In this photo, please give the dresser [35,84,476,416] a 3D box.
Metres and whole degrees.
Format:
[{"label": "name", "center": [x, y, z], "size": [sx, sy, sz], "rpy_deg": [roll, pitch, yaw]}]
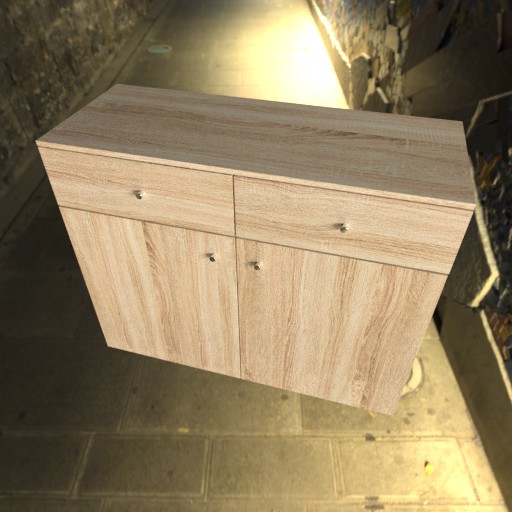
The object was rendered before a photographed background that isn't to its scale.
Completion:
[{"label": "dresser", "center": [0.000, 0.000, 1.510], "size": [1.100, 0.900, 0.450], "rpy_deg": [10, 42, 12]}]
